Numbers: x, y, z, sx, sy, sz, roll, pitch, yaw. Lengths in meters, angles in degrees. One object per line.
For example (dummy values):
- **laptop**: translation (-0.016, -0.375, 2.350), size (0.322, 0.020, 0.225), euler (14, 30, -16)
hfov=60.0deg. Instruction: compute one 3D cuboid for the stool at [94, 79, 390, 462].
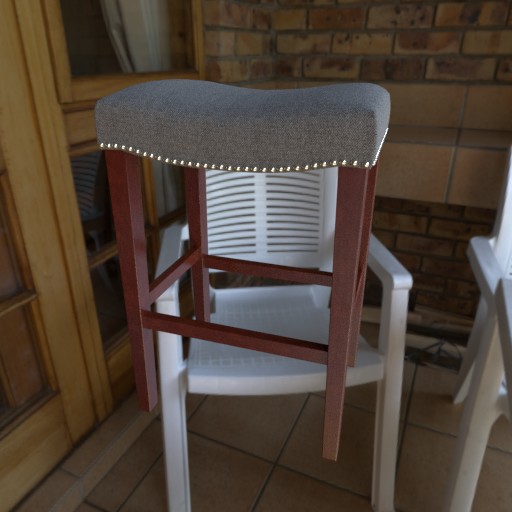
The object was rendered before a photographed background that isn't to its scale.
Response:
- **stool**: translation (0.000, 0.000, 1.013), size (0.504, 0.742, 0.372), euler (8, 26, 17)
